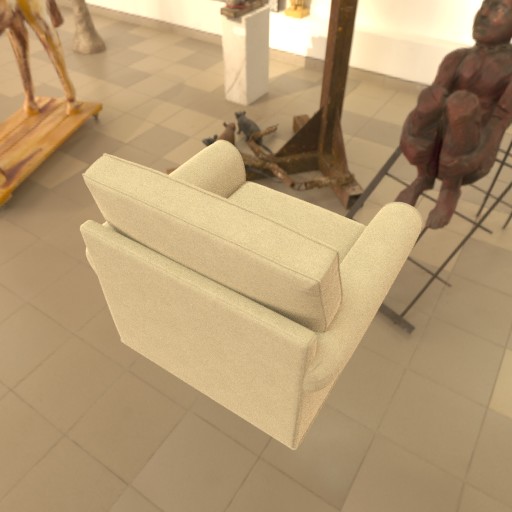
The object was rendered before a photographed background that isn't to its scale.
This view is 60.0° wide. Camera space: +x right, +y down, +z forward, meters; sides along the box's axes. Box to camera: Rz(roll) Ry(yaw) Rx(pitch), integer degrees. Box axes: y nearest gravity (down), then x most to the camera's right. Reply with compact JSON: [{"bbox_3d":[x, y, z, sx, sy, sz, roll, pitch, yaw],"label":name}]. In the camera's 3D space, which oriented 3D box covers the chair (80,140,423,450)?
[{"bbox_3d":[0.000,0.000,1.761,1.040,0.955,0.863,24,50,22],"label":"chair"}]
